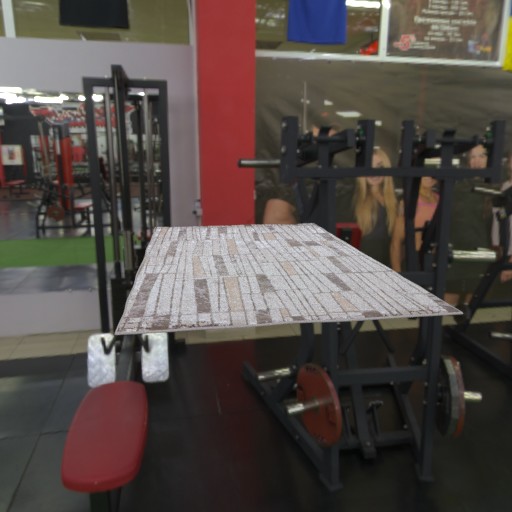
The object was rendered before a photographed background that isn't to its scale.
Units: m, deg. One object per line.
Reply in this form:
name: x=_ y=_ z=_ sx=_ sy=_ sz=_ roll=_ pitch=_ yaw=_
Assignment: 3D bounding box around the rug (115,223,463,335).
rug: x=0.000 y=0.000 z=3.060 sx=1.531 sy=0.023 sz=2.444 roll=-2 pitch=14 yaw=-8
